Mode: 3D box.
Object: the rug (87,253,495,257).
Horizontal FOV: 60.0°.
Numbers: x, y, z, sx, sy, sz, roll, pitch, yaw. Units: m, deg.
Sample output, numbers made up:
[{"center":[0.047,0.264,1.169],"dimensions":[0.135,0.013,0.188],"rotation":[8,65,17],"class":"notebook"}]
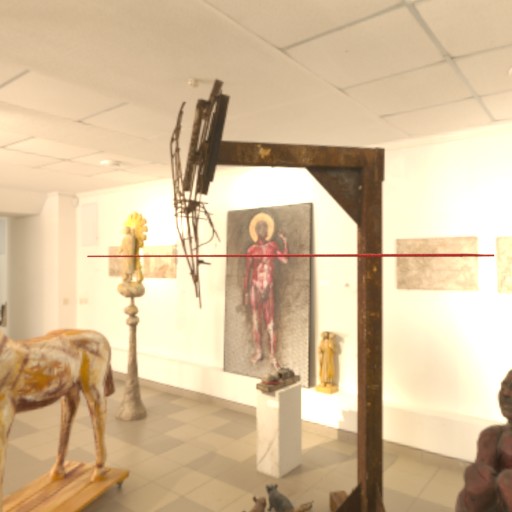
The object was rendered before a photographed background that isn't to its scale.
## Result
[{"center":[0.000,0.000,2.492],"dimensions":[2.292,0.015,0.659],"rotation":[0,0,37],"class":"rug"}]
